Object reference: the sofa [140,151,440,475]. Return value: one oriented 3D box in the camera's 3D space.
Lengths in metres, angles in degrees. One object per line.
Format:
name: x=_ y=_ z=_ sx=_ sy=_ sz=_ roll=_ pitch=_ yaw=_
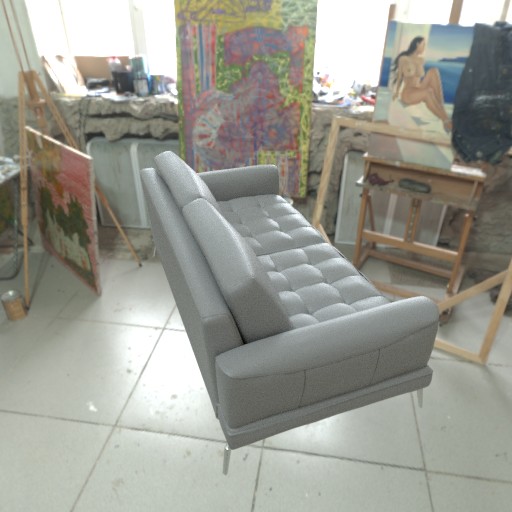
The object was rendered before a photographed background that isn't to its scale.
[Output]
sofa: x=0.000 y=0.000 z=2.787 sx=1.121 sy=0.930 sz=2.177 roll=-11 pitch=33 yaw=-17
